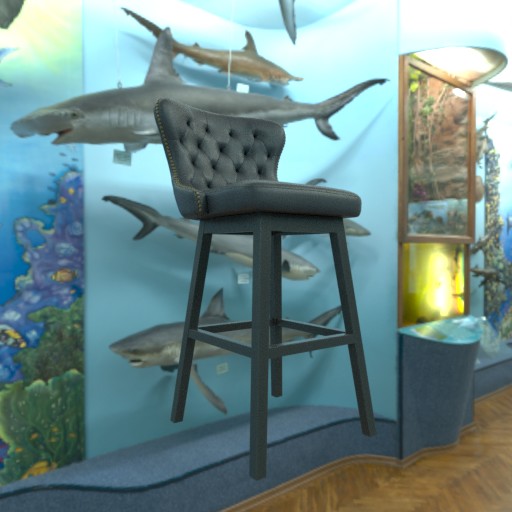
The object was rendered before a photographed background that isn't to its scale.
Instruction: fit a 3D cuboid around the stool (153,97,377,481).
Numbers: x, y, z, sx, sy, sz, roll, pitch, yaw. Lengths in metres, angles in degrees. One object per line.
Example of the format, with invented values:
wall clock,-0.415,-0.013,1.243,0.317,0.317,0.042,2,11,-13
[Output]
stool,0.000,0.000,1.408,0.528,1.050,0.601,0,1,-36
